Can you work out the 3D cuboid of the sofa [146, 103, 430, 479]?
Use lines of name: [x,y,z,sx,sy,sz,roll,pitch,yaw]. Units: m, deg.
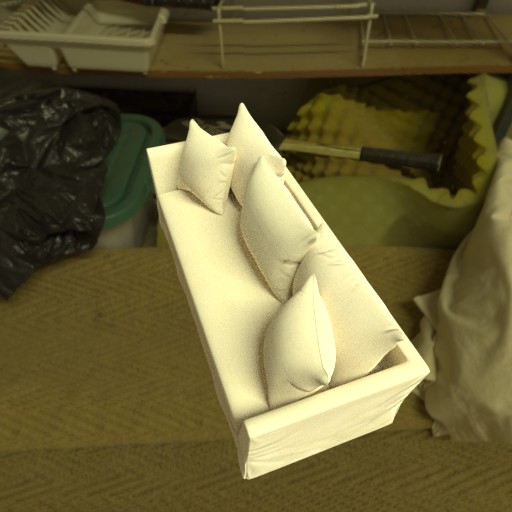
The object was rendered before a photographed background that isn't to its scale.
sofa: [0.000,0.000,3.063,1.030,1.042,2.484,-15,48,-14]
